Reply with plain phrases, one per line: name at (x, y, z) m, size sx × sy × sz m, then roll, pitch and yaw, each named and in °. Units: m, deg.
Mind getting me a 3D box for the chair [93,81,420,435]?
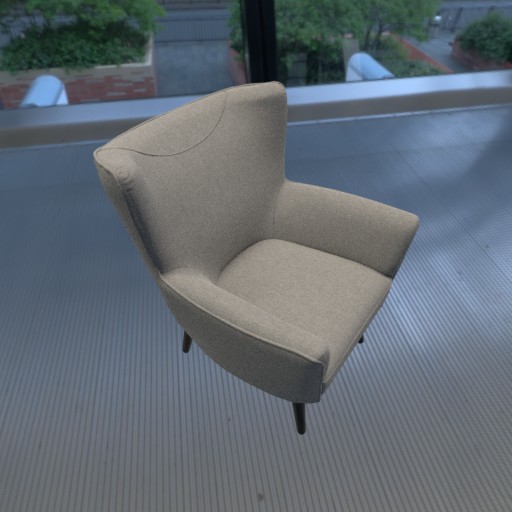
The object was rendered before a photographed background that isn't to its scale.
chair at (0.000, 0.000, 1.569) m, size 0.888 × 0.933 × 0.781 m, roll 24°, pitch 46°, yaw 26°
